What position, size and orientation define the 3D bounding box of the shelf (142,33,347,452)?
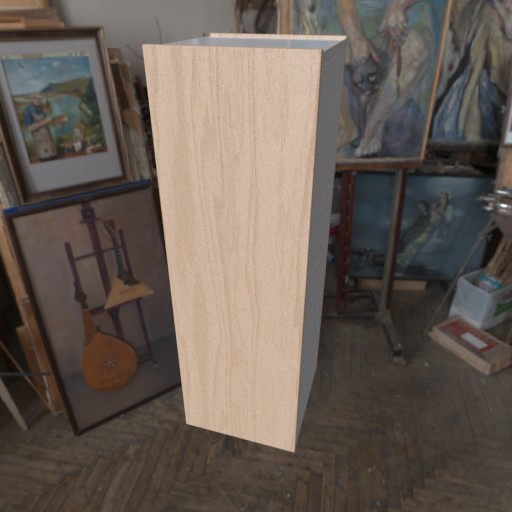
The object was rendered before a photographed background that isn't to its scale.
[{"bbox_3d":[0.000,0.000,1.023,0.290,0.900,0.300,9,31,15],"label":"shelf"}]
